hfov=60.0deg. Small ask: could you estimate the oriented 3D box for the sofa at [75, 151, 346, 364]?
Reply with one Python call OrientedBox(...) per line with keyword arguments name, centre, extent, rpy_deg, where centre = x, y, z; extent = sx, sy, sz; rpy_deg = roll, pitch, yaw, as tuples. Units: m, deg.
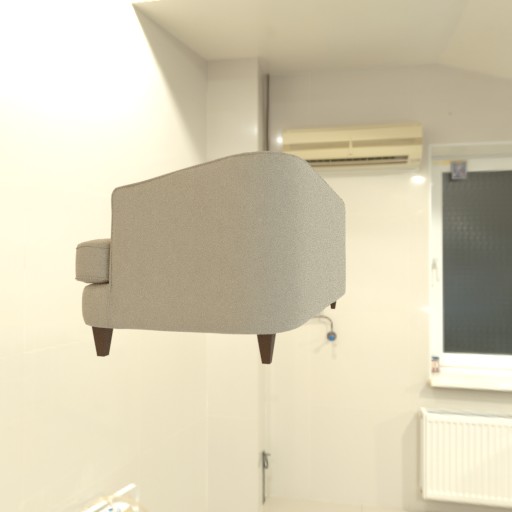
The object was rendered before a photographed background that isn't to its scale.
OrientedBox(name="sofa", centre=(0.000, 0.000, 2.790), extent=(0.941, 0.855, 2.278), rpy_deg=(0, 0, 18))
